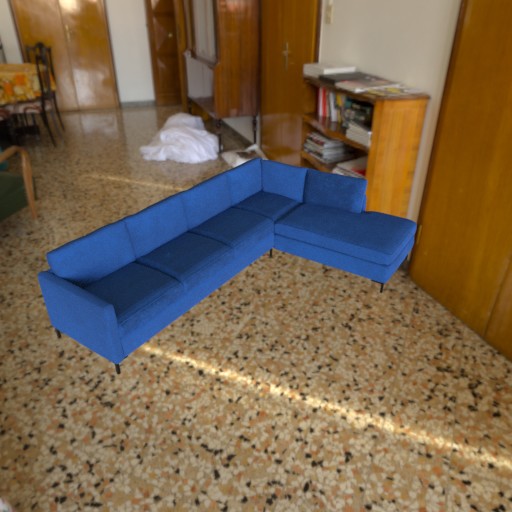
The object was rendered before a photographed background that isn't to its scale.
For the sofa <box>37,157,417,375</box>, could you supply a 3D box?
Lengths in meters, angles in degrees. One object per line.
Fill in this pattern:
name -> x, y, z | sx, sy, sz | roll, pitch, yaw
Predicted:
sofa -> 0.000, 0.000, 3.332 | 1.707, 0.687, 2.486 | 19, 35, 29
